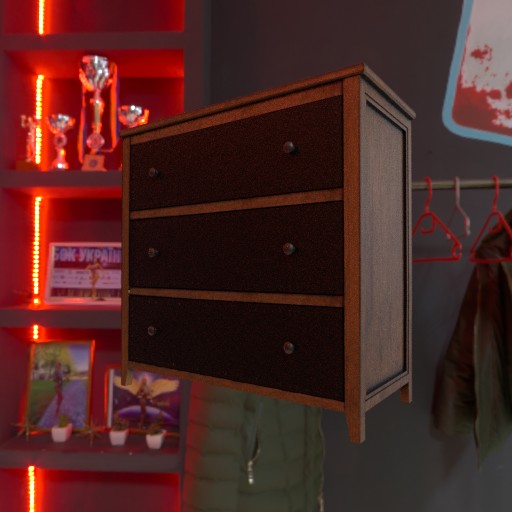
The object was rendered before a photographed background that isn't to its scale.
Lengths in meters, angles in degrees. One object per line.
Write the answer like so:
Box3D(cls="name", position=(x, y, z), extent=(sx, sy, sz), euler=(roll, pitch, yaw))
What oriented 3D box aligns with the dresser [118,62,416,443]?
Box3D(cls="dresser", position=(0.000, 0.000, 1.995), extent=(1.250, 1.224, 0.591), euler=(-1, -2, 36))
